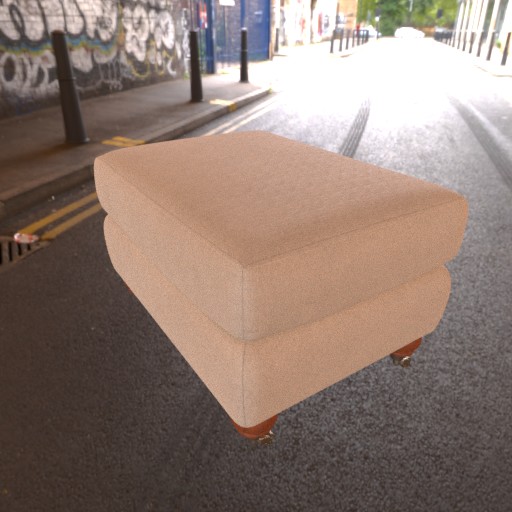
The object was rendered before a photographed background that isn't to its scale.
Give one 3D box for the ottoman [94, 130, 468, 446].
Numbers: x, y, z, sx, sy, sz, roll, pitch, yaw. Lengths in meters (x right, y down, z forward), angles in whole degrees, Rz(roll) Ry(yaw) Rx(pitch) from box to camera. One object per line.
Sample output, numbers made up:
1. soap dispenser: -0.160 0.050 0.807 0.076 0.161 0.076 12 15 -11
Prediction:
1. ottoman: 0.000 0.000 1.117 0.569 0.499 0.773 -17 32 -29
